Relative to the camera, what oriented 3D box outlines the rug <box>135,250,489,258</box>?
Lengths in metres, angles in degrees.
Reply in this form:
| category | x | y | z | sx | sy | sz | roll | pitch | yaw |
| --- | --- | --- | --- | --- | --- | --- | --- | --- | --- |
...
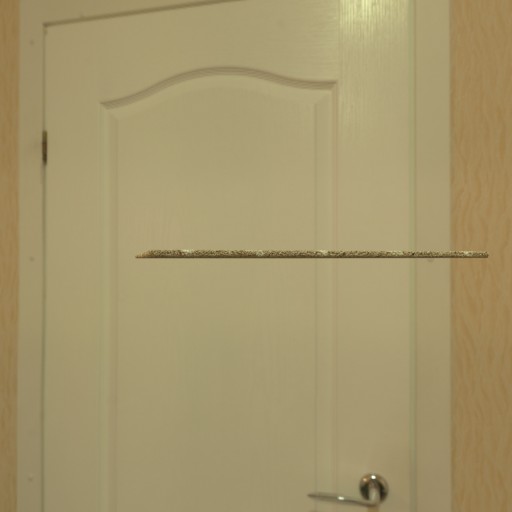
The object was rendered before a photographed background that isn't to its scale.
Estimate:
| category | x | y | z | sx | sy | sz | roll | pitch | yaw |
| --- | --- | --- | --- | --- | --- | --- | --- | --- | --- |
| rug | 0.000 | 0.000 | 2.979 | 1.524 | 0.030 | 2.438 | 0 | 0 | -16 |
